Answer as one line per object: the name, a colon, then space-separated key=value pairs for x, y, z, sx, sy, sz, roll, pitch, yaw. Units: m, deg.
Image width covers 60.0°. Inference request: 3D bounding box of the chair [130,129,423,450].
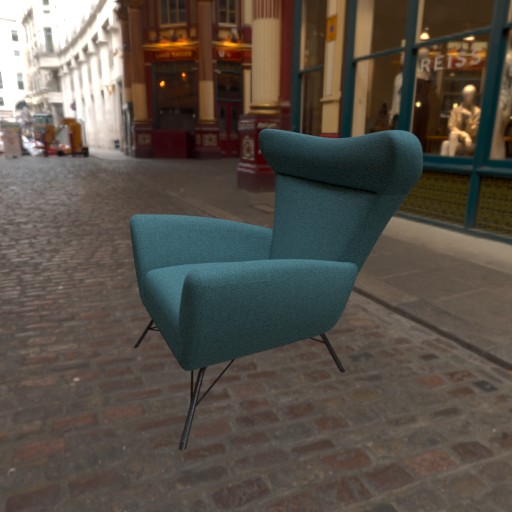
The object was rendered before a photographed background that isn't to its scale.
chair: x=0.000 y=0.000 z=1.784 sx=0.900 sy=0.980 sz=1.050 roll=-8 pitch=18 yaw=-24
